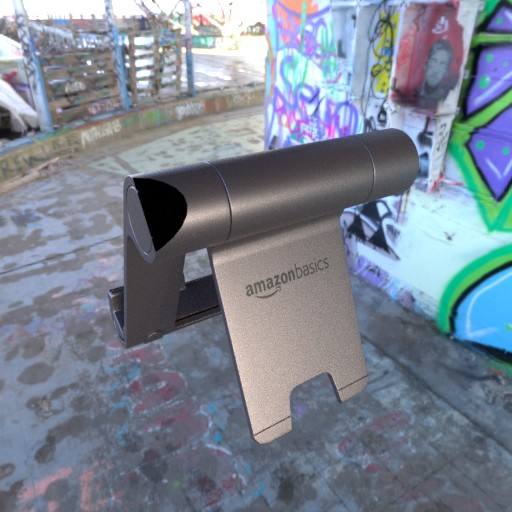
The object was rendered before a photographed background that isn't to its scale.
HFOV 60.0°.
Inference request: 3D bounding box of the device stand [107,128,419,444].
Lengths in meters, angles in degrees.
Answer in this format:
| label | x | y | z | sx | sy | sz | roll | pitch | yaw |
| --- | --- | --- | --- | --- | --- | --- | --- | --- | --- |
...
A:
| label | x | y | z | sx | sy | sz | roll | pitch | yaw |
| --- | --- | --- | --- | --- | --- | --- | --- | --- | --- |
| device stand | 0.000 | 0.000 | 0.154 | 0.088 | 0.084 | 0.079 | -17 | 34 | -28 |
